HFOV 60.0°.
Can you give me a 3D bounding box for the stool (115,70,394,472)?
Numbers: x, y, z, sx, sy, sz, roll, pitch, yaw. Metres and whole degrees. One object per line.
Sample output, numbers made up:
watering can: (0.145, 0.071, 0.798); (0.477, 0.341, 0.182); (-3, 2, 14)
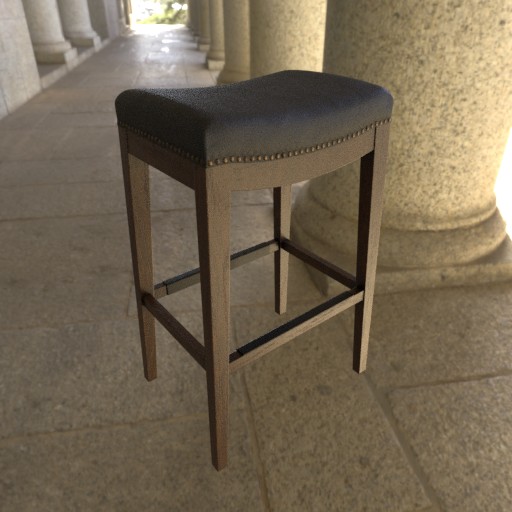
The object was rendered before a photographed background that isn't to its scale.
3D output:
stool: (0.000, 0.000, 1.042); (0.500, 0.765, 0.361); (-22, 37, -32)
